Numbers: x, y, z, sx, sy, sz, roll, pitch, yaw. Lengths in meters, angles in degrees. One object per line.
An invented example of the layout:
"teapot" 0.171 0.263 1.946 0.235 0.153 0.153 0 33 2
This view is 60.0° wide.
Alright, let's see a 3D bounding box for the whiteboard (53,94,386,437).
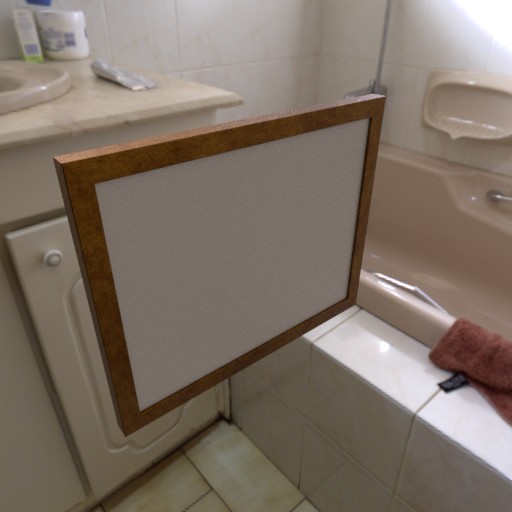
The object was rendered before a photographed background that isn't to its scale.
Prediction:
"whiteboard" 0.000 0.000 0.756 0.561 0.457 0.029 -22 38 -32
